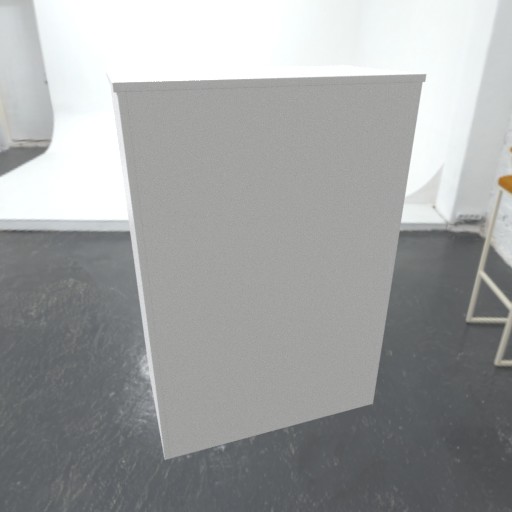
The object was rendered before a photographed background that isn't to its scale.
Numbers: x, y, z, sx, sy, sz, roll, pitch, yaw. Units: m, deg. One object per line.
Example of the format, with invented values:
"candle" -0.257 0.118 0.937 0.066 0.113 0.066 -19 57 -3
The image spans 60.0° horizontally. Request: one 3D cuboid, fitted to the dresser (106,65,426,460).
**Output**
"dresser" 0.000 0.000 1.326 0.704 1.021 0.401 -8 27 -17
